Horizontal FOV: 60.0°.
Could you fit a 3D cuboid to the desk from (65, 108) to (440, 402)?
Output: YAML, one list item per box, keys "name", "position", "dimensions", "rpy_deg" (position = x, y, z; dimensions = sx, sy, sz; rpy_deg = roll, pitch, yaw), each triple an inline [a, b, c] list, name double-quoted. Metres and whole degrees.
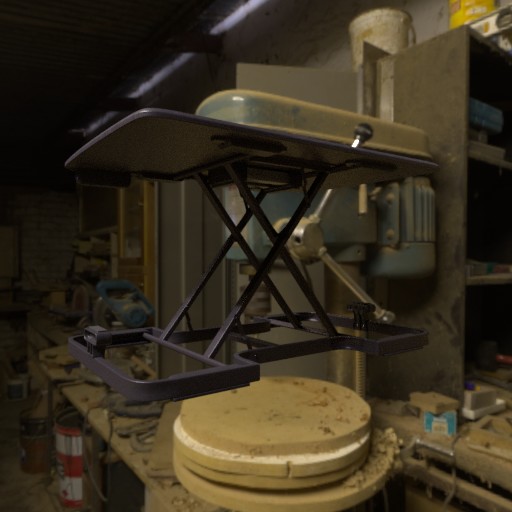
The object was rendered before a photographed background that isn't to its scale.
- name: "desk"
  position: [0.000, 0.000, 1.124]
  dimensions: [0.820, 0.470, 0.546]
  rpy_deg: [0, 1, -36]
